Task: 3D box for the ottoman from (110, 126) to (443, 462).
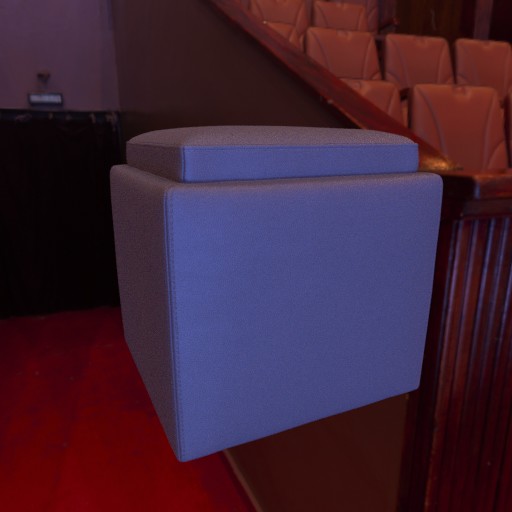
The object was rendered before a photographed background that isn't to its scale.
[{"bbox_3d":[0.000,0.000,0.819,0.450,0.460,0.451,-7,17,-24],"label":"ottoman"}]
